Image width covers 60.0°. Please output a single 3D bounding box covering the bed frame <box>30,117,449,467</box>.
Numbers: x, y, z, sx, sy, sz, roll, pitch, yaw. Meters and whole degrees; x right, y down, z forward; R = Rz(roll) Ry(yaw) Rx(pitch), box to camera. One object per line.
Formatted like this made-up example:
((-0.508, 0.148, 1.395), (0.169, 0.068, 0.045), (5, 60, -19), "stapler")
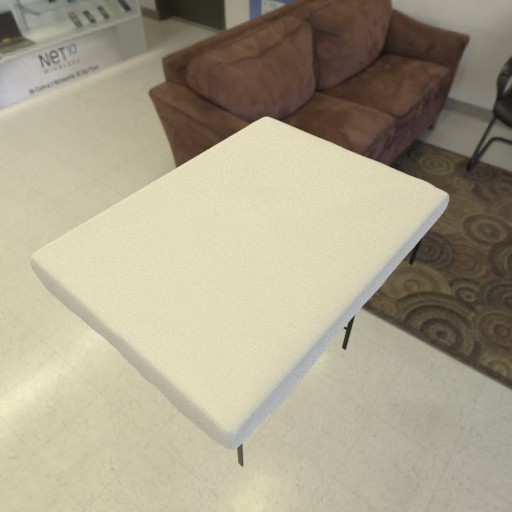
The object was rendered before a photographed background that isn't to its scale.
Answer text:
((0.000, 0.000, 2.866), (1.584, 0.667, 2.151), (32, 54, 27), "bed frame")
